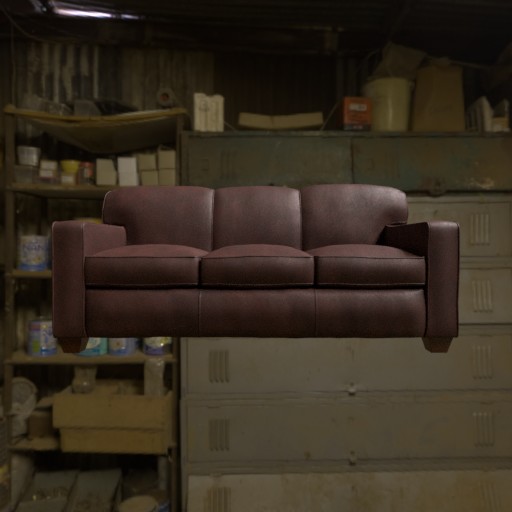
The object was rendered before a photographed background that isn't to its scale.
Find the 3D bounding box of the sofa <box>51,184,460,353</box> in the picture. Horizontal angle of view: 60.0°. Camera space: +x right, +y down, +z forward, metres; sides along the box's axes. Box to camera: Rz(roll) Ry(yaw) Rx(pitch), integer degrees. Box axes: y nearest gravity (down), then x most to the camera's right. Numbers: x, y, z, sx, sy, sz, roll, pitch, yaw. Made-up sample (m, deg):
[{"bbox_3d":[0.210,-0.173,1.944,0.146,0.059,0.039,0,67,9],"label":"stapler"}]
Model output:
[{"bbox_3d":[0.000,0.000,2.623,2.039,0.953,1.008,0,1,0],"label":"sofa"}]
